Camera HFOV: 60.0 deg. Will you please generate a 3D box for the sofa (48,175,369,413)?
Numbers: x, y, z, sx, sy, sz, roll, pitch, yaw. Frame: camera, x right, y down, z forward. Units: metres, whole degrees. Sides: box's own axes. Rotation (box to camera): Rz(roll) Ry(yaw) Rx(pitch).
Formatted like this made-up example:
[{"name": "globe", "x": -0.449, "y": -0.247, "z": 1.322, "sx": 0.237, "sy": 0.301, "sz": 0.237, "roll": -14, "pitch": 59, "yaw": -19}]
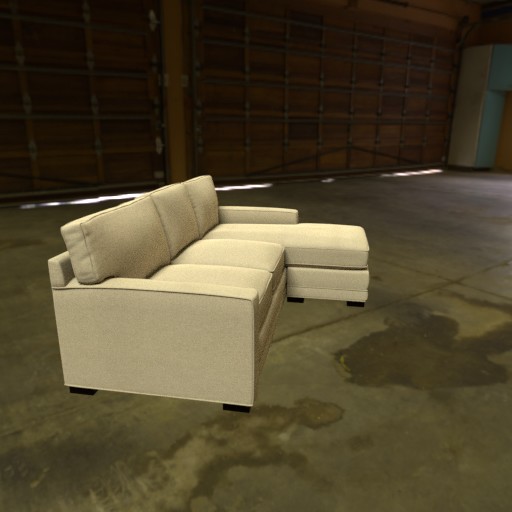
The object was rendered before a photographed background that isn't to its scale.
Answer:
[{"name": "sofa", "x": 0.000, "y": 0.000, "z": 2.865, "sx": 1.496, "sy": 0.861, "sz": 2.087, "roll": 3, "pitch": 17, "yaw": 10}]
